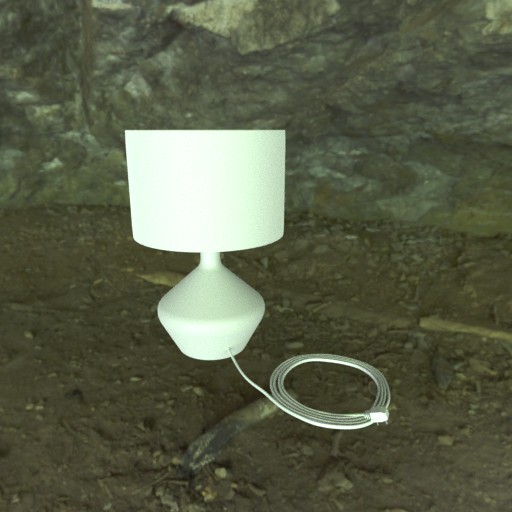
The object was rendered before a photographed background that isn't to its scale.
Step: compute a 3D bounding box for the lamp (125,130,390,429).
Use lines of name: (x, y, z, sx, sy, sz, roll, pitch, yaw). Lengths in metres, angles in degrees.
lamp: (0.000, 0.000, 0.837, 0.401, 0.457, 0.546, -8, 18, -25)
